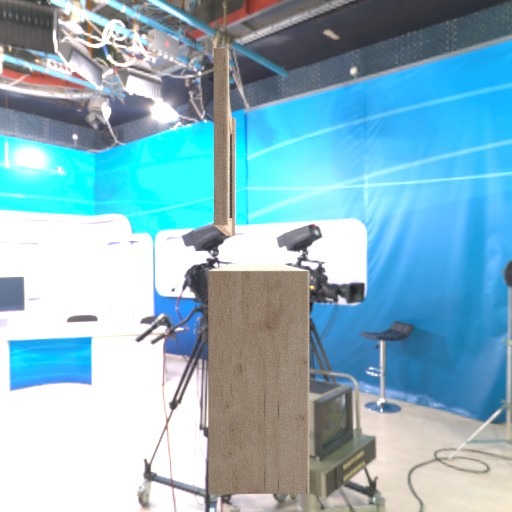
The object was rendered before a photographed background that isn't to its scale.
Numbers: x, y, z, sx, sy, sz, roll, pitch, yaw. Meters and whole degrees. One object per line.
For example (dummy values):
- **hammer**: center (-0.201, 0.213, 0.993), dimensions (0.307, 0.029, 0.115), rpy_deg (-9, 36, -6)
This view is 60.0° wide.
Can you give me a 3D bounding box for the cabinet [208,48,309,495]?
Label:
- **cabinet**: center (0.000, 0.000, 2.685), dimensions (0.420, 1.981, 1.700), rpy_deg (0, 0, -1)
